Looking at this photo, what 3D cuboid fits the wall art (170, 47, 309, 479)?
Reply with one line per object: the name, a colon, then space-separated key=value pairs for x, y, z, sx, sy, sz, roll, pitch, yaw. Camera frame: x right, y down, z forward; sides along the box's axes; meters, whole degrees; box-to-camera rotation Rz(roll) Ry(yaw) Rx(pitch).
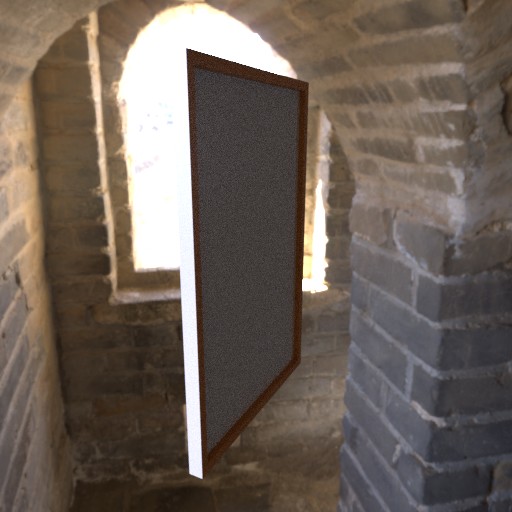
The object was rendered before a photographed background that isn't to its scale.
wall art: x=0.000 y=0.000 z=0.778 sx=0.025 sy=0.608 sz=0.405 roll=8 pitch=17 yaw=26
